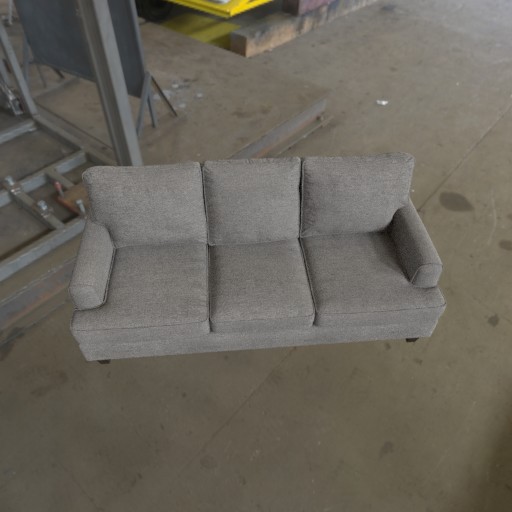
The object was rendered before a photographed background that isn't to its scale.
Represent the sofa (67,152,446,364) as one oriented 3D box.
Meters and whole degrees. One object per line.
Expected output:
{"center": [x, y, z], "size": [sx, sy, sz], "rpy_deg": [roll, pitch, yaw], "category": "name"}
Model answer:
{"center": [0.000, 0.000, 2.776], "size": [2.158, 0.965, 0.951], "rpy_deg": [-3, 47, -3], "category": "sofa"}
